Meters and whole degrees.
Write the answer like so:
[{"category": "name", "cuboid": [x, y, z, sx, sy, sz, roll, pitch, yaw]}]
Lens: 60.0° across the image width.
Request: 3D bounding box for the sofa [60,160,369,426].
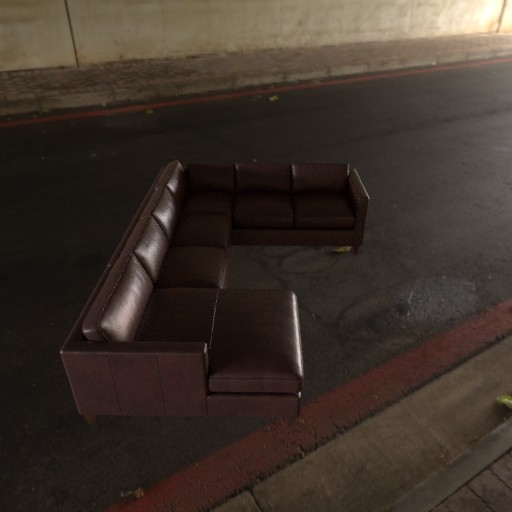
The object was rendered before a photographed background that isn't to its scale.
[{"category": "sofa", "cuboid": [0.000, 0.000, 4.354, 2.452, 0.891, 3.324, 0, 32, 1]}]
